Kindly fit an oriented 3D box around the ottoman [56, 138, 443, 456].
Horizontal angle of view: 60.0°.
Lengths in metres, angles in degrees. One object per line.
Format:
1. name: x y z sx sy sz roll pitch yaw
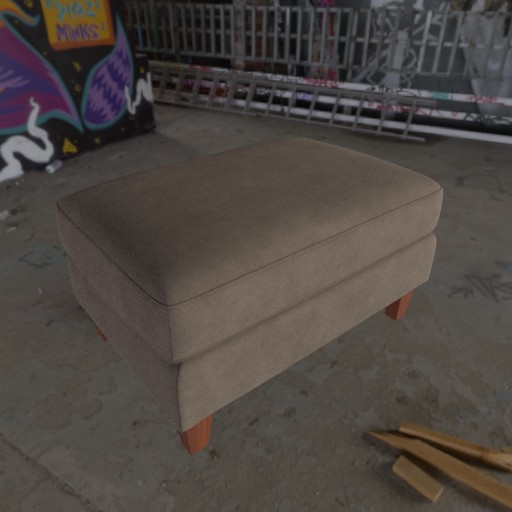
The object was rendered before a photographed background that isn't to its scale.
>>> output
1. ottoman: 0.000 0.000 1.211 0.864 0.483 0.584 -23 37 -33
